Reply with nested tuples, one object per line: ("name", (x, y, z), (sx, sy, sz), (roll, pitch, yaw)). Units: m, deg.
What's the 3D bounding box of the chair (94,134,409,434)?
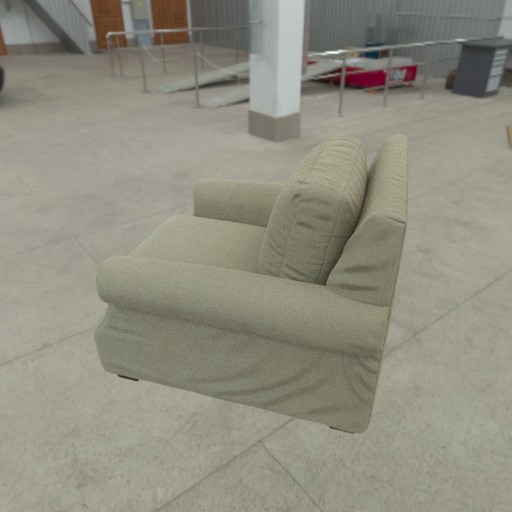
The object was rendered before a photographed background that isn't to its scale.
("chair", (0.000, 0.000, 1.744), (1.066, 0.866, 0.940), (9, 32, 14))
